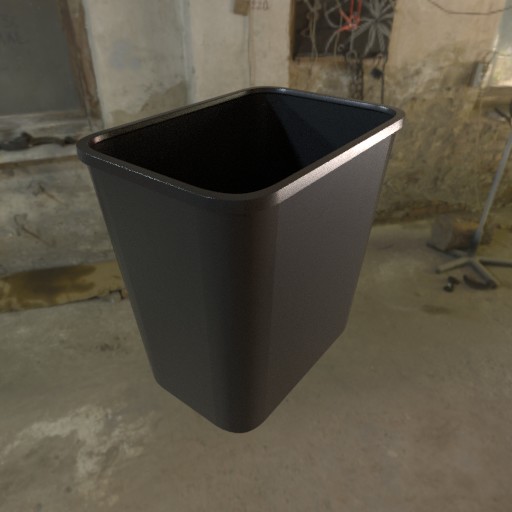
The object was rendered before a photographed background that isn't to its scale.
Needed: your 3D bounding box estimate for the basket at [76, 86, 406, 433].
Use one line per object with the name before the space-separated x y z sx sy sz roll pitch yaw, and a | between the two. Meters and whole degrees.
basket | 0.000 0.000 0.518 0.211 0.307 0.300 23 40 31
